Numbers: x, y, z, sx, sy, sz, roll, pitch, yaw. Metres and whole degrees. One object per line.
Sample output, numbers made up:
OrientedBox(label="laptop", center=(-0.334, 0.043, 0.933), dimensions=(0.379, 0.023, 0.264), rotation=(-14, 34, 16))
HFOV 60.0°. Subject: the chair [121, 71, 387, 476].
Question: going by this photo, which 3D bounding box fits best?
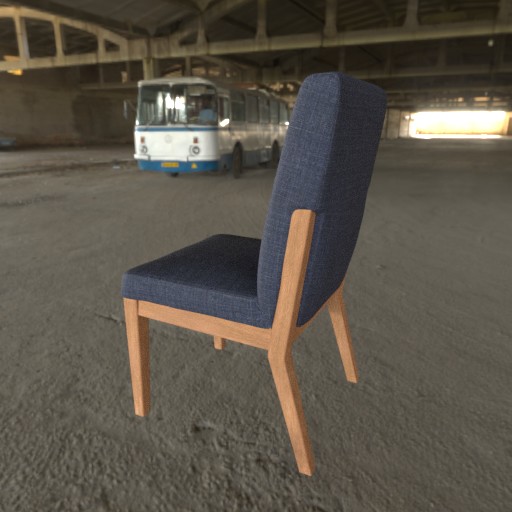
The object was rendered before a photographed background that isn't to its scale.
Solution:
OrientedBox(label="chair", center=(0.000, 0.000, 1.254), dimensions=(0.586, 0.911, 0.507), rotation=(8, 18, 25))
